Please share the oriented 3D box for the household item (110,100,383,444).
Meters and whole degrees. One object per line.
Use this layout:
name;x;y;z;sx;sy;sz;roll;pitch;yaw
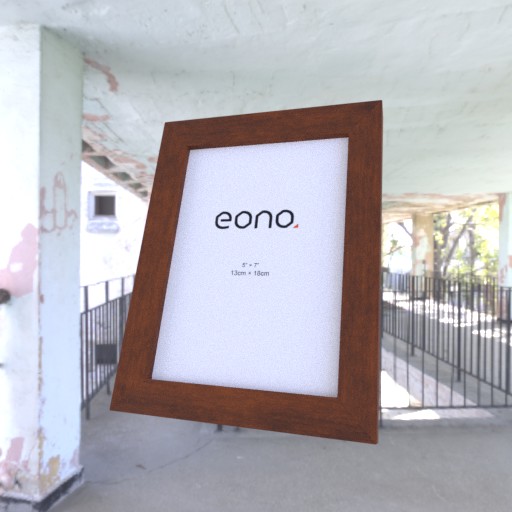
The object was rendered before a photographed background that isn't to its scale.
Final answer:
household item;0.000;0.000;0.295;0.160;0.204;0.096;0;0;18
